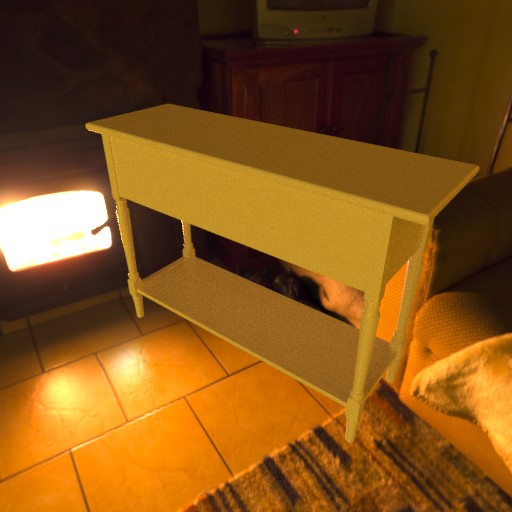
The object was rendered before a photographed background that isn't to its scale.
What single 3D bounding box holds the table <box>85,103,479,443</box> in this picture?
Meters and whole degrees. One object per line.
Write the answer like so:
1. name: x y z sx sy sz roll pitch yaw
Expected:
1. table: 0.000 0.000 1.553 1.191 0.814 0.386 22 37 32
